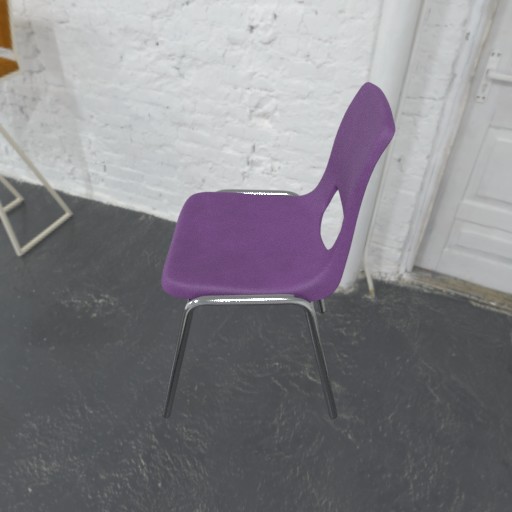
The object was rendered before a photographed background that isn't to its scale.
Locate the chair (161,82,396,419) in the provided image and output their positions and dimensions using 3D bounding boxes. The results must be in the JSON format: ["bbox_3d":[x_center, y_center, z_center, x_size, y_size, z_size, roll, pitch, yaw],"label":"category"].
[{"bbox_3d":[0.000,0.000,0.963,0.432,0.704,0.381,1,40,2],"label":"chair"}]
